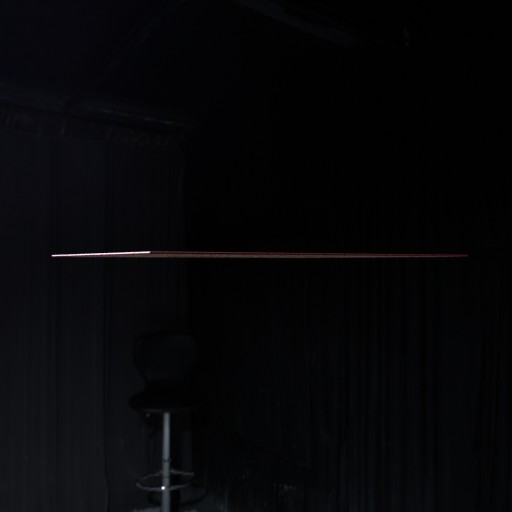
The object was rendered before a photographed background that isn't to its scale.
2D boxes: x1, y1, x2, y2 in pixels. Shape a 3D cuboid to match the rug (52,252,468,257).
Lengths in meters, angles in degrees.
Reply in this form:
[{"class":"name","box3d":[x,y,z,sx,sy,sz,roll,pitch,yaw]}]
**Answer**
[{"class":"rug","box3d":[0.000,0.000,4.122,3.053,0.013,2.387,0,-1,-36]}]
